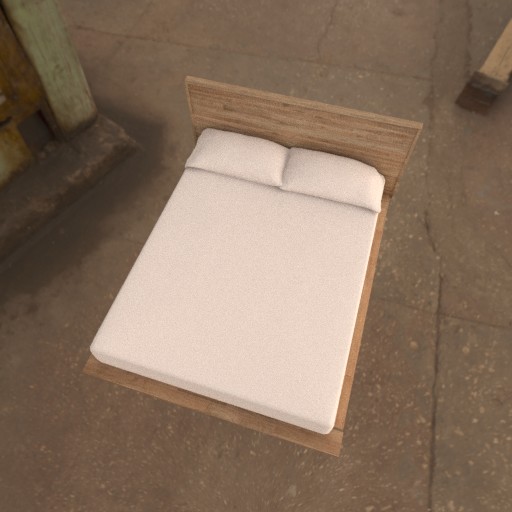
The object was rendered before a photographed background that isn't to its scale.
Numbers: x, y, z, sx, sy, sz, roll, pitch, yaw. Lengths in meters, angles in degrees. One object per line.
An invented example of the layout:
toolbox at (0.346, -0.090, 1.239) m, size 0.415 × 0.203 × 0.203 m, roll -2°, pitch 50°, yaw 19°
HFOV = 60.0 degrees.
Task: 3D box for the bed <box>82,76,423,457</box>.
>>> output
bed at (0.000, 0.000, 3.122) m, size 1.759 × 1.071 × 2.145 m, roll 15°, pitch 59°, yaw 9°
